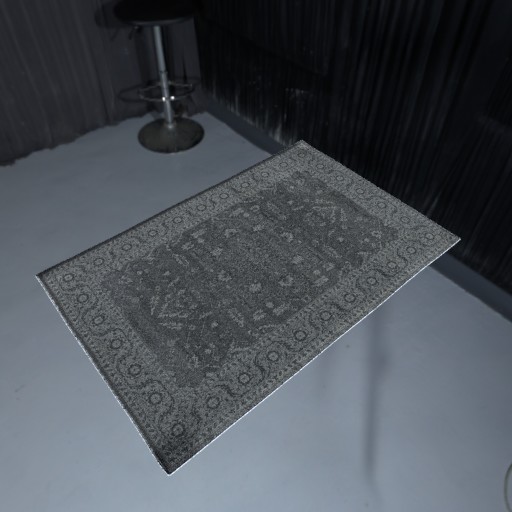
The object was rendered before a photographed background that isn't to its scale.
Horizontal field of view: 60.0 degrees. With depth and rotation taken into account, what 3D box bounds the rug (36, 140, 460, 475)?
[{"bbox_3d":[0.000,0.000,2.259,1.828,0.019,1.209,-32,55,-26],"label":"rug"}]
